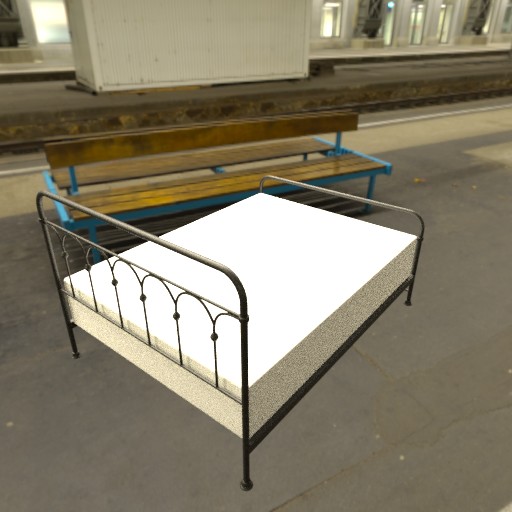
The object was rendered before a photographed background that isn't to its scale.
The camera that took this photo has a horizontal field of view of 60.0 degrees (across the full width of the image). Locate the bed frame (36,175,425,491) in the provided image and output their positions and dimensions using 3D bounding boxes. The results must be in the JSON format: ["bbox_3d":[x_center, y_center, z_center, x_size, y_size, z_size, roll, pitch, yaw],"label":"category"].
[{"bbox_3d":[0.000,0.000,3.176,1.664,1.276,2.203,21,35,34],"label":"bed frame"}]
